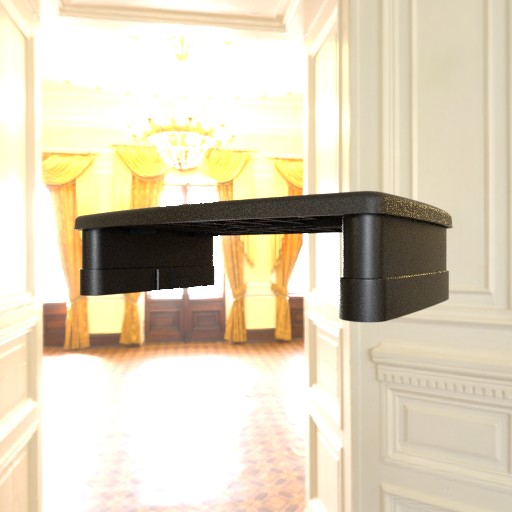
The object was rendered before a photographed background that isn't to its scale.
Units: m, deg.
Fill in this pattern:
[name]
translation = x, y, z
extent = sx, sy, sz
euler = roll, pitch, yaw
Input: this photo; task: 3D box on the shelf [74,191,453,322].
[shelf]
translation = 0.000, 0.000, 0.535
extent = 0.410, 0.100, 0.280
euler = 0, 0, 36
